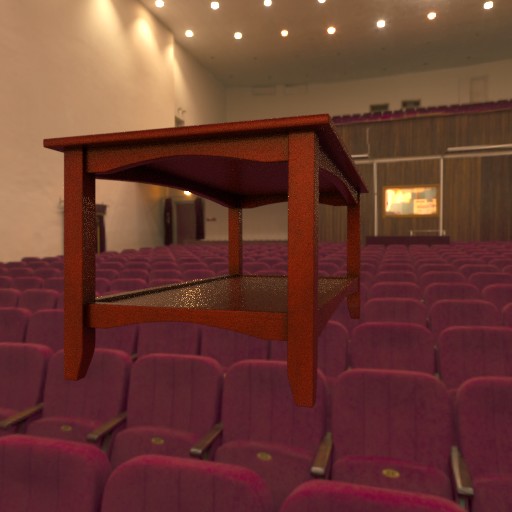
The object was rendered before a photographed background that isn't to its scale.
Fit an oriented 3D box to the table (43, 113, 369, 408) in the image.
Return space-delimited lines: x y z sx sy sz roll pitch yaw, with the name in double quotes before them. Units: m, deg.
"table" 0.000 0.000 1.198 0.533 0.456 0.943 0 2 18
